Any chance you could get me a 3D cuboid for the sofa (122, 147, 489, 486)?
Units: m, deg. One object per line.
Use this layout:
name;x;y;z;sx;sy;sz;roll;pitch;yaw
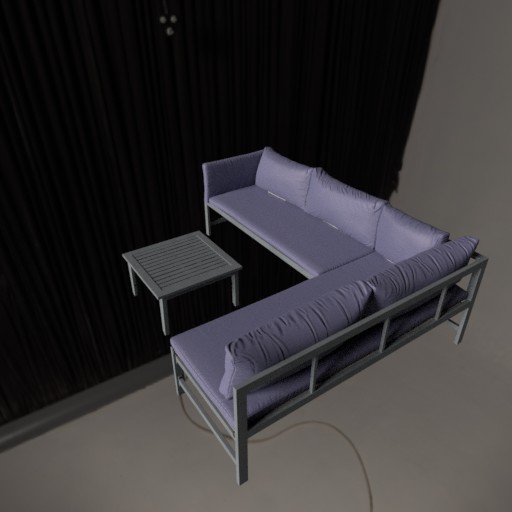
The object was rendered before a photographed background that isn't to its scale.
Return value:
sofa;0.000;0.000;2.942;1.658;0.762;2.149;-20;37;-29
